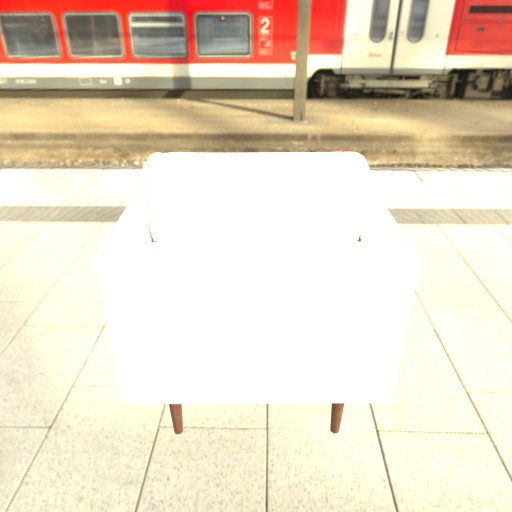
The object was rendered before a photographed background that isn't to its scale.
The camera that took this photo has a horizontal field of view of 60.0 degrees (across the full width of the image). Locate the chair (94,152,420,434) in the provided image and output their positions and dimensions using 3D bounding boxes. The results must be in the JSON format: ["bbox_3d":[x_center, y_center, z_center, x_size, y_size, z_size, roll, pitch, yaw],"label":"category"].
[{"bbox_3d":[0.000,0.000,1.582,0.831,0.899,0.879,0,29,0],"label":"chair"}]
